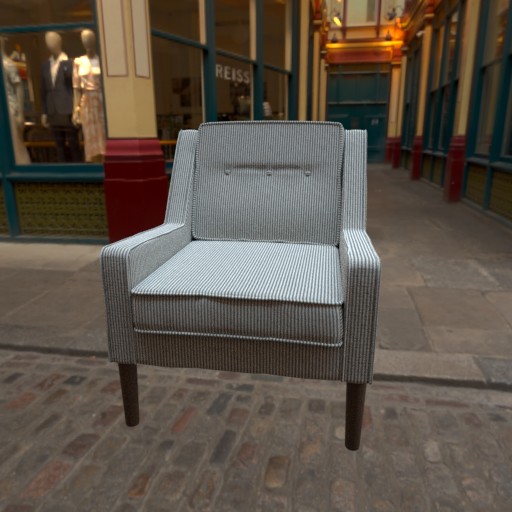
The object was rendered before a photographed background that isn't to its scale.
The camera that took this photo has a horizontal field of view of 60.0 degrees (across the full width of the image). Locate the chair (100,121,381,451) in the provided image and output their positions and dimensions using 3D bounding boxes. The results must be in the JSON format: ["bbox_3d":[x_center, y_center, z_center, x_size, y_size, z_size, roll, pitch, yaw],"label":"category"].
[{"bbox_3d":[0.000,0.000,1.339,0.663,0.792,0.743,2,16,9],"label":"chair"}]
